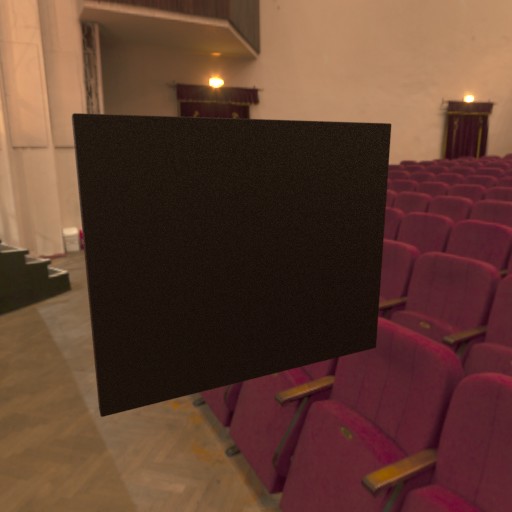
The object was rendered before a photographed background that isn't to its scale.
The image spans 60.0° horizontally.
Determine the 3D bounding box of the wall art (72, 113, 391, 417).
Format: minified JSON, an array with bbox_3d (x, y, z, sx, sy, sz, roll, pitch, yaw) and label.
[{"bbox_3d":[0.000,0.000,0.775,0.558,0.457,0.031,-7,15,-26],"label":"wall art"}]
